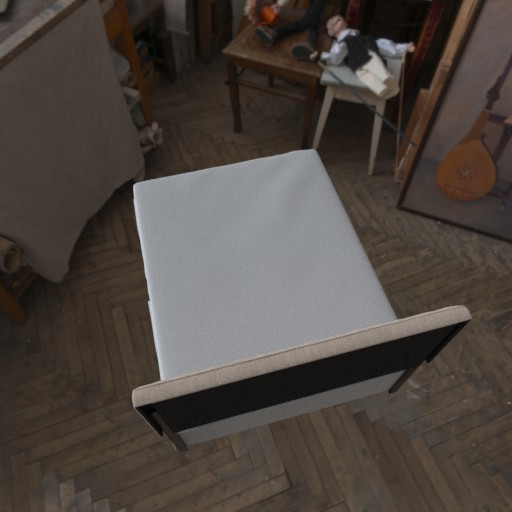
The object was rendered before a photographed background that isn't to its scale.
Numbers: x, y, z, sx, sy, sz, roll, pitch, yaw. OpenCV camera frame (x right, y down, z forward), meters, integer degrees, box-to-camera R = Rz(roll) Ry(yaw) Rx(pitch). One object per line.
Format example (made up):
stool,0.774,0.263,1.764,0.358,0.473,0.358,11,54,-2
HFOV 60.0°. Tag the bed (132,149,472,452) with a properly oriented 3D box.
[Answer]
bed,0.000,0.000,3.001,1.643,1.270,1.978,-13,58,-8
